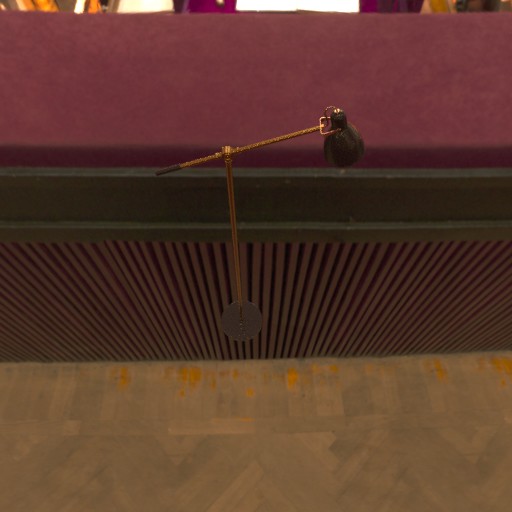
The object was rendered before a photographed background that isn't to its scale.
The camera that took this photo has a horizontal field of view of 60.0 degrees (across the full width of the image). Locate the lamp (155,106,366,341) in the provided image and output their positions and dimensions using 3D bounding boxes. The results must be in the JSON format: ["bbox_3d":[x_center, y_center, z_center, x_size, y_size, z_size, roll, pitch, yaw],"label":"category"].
[{"bbox_3d":[0.000,0.000,1.842,0.618,1.628,0.235,1,62,0],"label":"lamp"}]
